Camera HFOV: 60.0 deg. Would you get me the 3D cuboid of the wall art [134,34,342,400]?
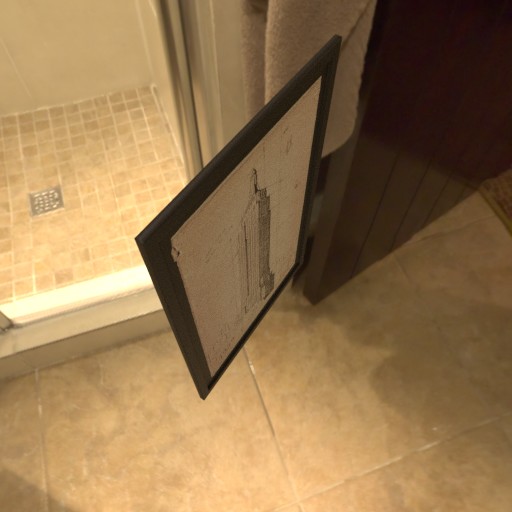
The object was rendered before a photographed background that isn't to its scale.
[{"bbox_3d":[0.000,0.000,0.852,0.012,0.661,0.451,30,63,17],"label":"wall art"}]
